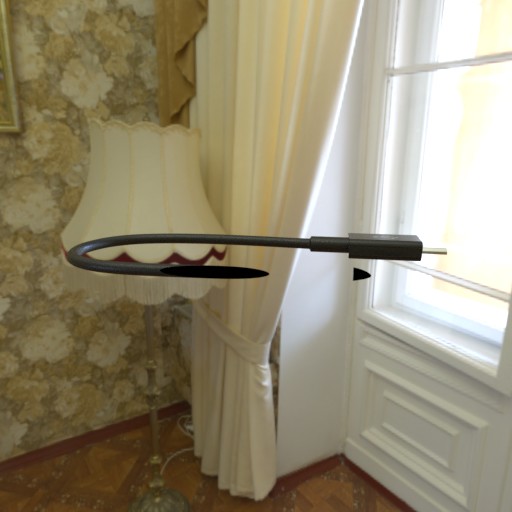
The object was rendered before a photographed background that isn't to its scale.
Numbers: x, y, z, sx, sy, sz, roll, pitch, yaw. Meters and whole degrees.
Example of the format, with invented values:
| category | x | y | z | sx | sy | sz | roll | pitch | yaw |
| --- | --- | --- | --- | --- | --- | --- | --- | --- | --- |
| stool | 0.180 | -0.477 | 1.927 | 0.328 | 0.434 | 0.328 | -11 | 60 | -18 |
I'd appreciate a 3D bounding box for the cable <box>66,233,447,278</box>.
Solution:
| category | x | y | z | sx | sy | sz | roll | pitch | yaw |
| --- | --- | --- | --- | --- | --- | --- | --- | --- | --- |
| cable | 0.000 | 0.000 | 0.113 | 0.098 | 0.006 | 0.040 | 2 | 16 | 9 |
